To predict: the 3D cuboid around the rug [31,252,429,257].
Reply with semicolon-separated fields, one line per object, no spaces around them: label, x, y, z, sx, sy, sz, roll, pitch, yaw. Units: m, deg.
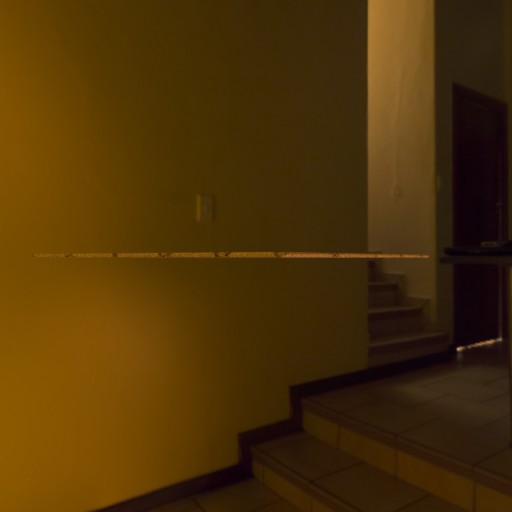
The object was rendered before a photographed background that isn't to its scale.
rug;0.000;0.000;4.219;2.438;0.029;3.047;0;0;35
